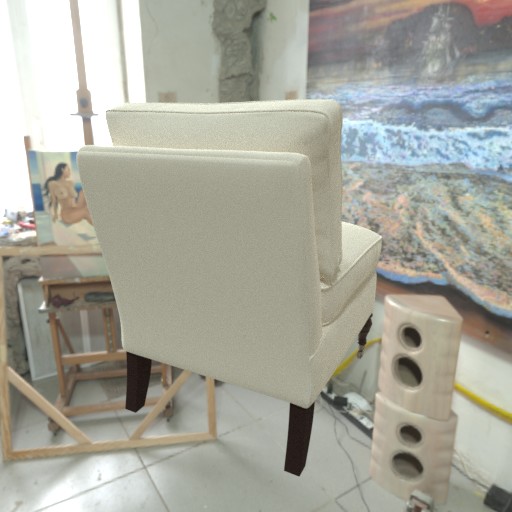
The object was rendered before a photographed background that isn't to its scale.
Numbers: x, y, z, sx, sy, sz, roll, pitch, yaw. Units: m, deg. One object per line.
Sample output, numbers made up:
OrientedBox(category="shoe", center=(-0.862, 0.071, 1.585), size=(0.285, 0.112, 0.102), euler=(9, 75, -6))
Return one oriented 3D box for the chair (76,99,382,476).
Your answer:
OrientedBox(category="chair", center=(0.000, 0.000, 1.359), size=(0.630, 0.887, 0.781), euler=(9, 19, 27))
